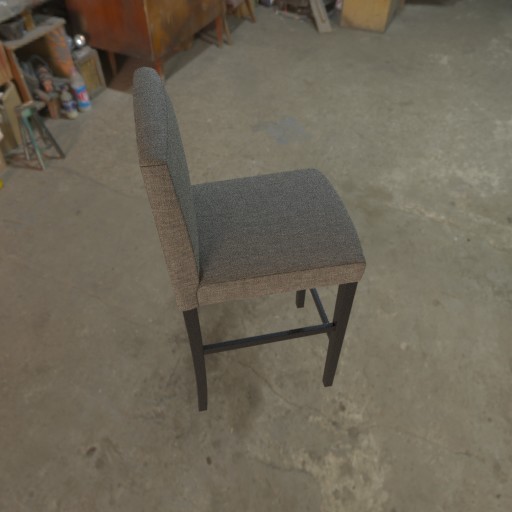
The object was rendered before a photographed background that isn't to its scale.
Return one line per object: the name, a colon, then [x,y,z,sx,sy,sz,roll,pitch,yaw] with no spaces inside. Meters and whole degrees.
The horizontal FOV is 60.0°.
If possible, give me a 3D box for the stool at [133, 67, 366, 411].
stool: [0.000,0.000,1.412,0.552,1.138,0.451,-9,47,-8]
